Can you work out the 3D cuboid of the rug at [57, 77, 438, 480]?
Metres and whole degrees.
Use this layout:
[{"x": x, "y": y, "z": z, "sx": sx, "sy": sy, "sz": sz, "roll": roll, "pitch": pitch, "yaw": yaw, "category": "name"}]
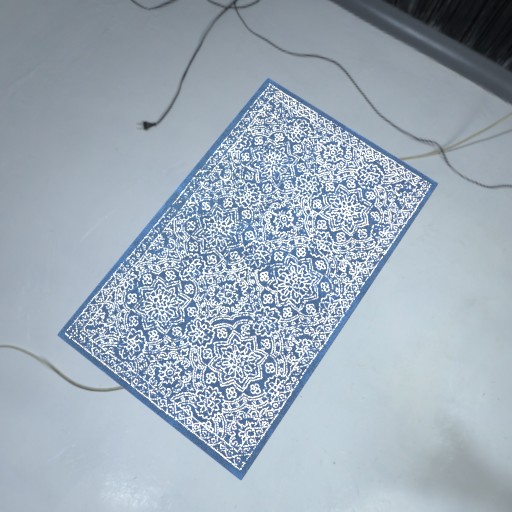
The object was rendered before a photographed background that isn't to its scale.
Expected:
[{"x": 0.000, "y": 0.000, "z": 3.098, "sx": 1.526, "sy": 0.015, "sz": 2.441, "roll": 35, "pitch": 78, "yaw": 8, "category": "rug"}]
